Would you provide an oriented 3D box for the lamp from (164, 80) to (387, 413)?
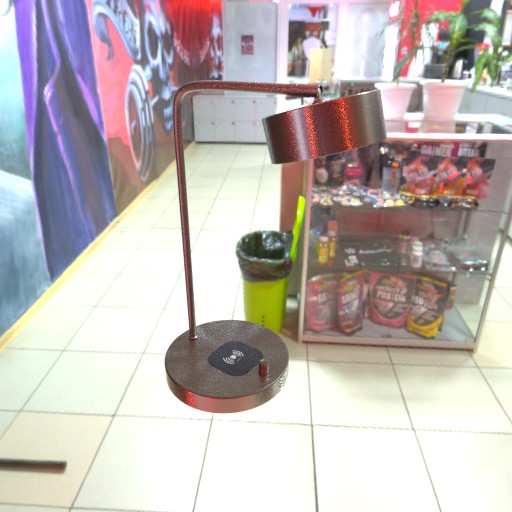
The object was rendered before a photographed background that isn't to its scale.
[{"bbox_3d":[0.000,0.000,0.637,0.334,0.469,0.211,18,31,32],"label":"lamp"}]
